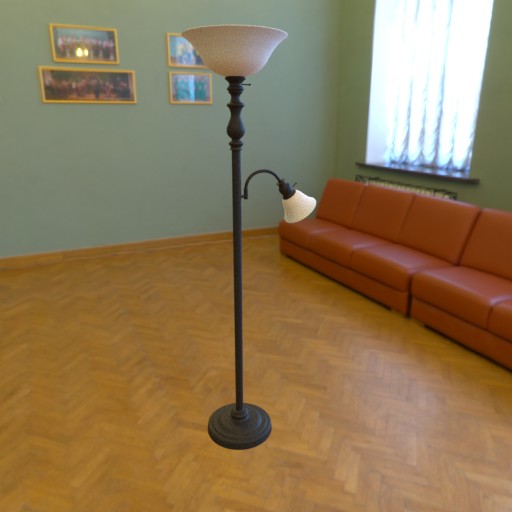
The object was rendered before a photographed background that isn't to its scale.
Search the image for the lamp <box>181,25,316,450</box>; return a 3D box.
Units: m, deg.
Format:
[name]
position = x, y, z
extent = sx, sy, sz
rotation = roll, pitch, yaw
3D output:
[lamp]
position = 0.000, 0.000, 2.001
extent = 0.588, 1.793, 0.405
rotation = -9, 19, -26
